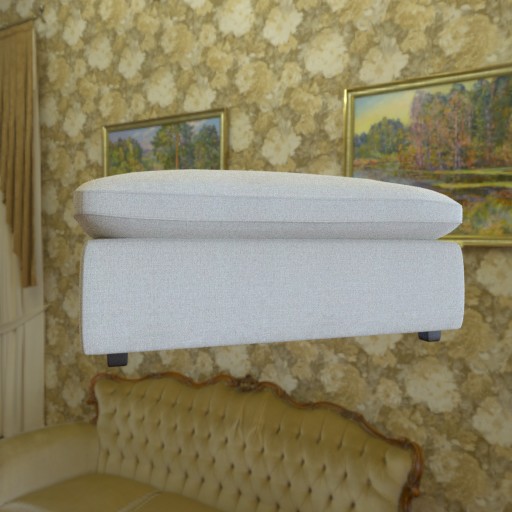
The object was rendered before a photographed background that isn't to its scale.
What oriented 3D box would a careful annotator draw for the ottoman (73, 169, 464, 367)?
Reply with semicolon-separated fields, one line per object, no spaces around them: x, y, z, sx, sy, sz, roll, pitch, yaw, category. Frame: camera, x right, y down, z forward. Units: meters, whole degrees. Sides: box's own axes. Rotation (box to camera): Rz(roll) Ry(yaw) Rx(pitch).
0.000;0.000;1.332;0.984;0.453;0.686;0;1;-18;ottoman
